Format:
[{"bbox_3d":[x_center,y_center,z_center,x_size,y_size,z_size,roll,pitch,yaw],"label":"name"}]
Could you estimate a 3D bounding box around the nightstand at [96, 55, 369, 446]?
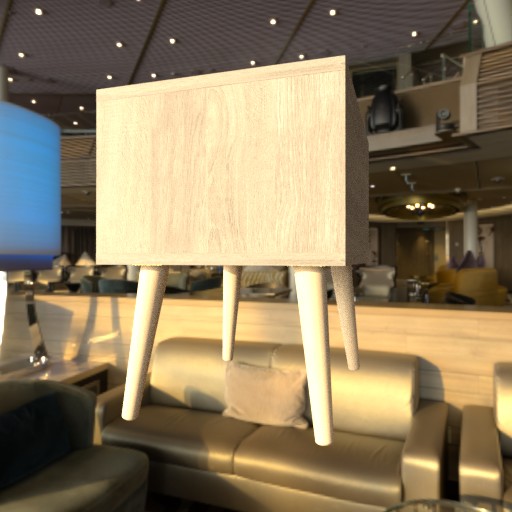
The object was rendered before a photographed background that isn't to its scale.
[{"bbox_3d":[0.000,0.000,0.826,0.380,0.500,0.450,0,0,18],"label":"nightstand"}]
